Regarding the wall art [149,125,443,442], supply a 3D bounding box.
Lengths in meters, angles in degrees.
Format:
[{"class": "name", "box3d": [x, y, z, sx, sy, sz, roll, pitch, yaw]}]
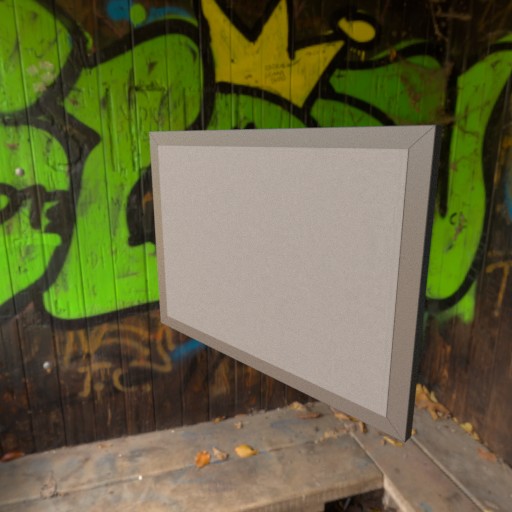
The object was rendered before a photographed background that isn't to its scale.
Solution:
[{"class": "wall art", "box3d": [0.000, 0.000, 0.557, 0.432, 0.306, 0.016, 14, 20, 43]}]
